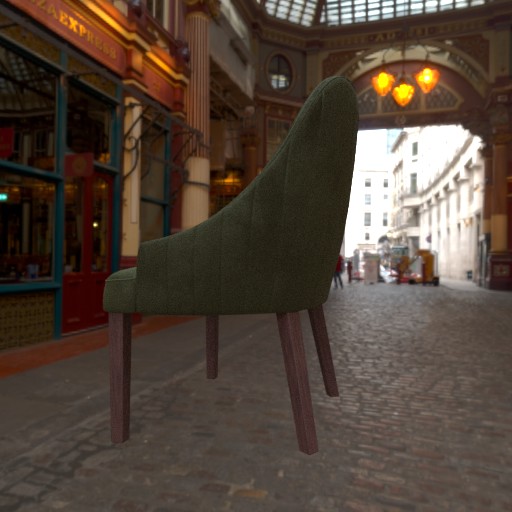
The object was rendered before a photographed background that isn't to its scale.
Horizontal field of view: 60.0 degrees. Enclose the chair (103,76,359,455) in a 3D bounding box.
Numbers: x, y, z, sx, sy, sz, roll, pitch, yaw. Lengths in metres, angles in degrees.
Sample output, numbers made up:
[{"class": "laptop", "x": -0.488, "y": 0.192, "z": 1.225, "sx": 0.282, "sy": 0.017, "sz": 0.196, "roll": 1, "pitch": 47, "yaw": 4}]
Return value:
[{"class": "chair", "x": 0.000, "y": 0.000, "z": 1.266, "sx": 0.575, "sy": 0.889, "sz": 0.643, "roll": 0, "pitch": 0, "yaw": 17}]
